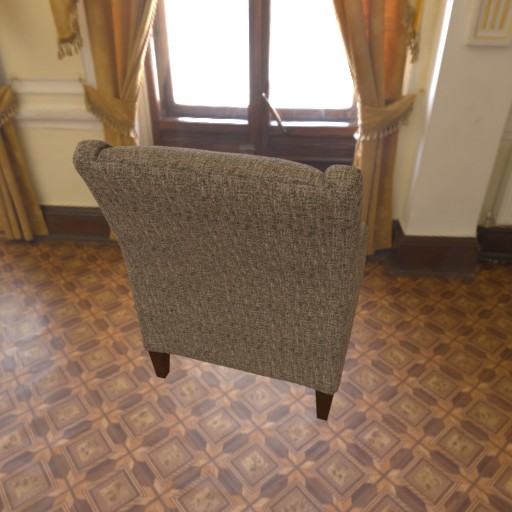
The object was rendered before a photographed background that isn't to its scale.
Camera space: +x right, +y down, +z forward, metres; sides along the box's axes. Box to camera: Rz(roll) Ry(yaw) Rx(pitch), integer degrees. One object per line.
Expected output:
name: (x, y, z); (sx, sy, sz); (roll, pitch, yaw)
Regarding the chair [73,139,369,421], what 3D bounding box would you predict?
chair: (0.000, 0.000, 1.652); (0.774, 1.014, 0.870); (9, 32, 15)
